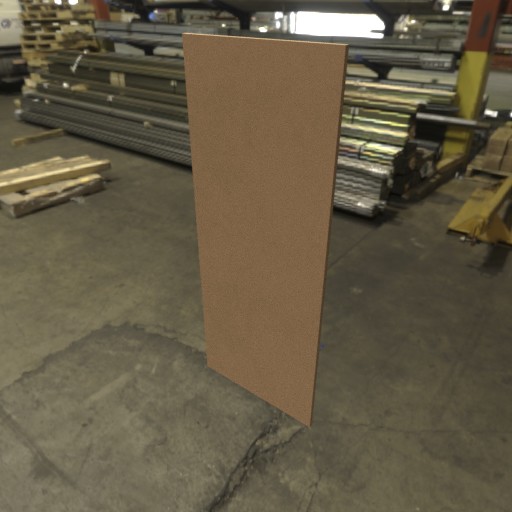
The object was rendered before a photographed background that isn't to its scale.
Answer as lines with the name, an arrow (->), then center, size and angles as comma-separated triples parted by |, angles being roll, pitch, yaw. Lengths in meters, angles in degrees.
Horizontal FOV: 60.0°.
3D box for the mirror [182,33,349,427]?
mirror -> 0.000, 0.000, 2.296 | 0.812, 2.031, 0.026 | 21, 37, 31
